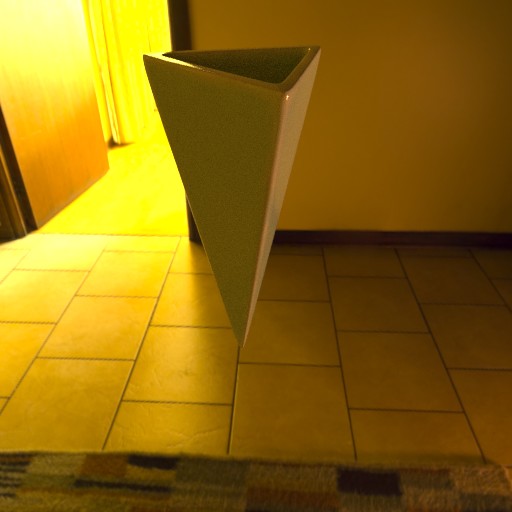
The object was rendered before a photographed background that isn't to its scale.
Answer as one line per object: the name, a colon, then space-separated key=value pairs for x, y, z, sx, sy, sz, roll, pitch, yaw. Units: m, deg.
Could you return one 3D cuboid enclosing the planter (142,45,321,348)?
planter: x=0.000 y=0.000 z=0.217 sx=0.080 sy=0.178 sz=0.064 roll=-10 pitch=34 yaw=-15
